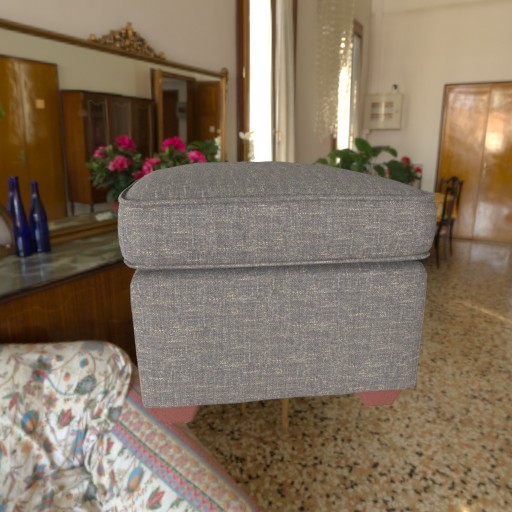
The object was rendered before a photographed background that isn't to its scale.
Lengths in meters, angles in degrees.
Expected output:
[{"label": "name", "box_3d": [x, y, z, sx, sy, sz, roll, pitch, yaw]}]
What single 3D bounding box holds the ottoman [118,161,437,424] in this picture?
[{"label": "ottoman", "box_3d": [0.000, 0.000, 1.089, 0.549, 0.450, 0.749, -2, 15, -8]}]
